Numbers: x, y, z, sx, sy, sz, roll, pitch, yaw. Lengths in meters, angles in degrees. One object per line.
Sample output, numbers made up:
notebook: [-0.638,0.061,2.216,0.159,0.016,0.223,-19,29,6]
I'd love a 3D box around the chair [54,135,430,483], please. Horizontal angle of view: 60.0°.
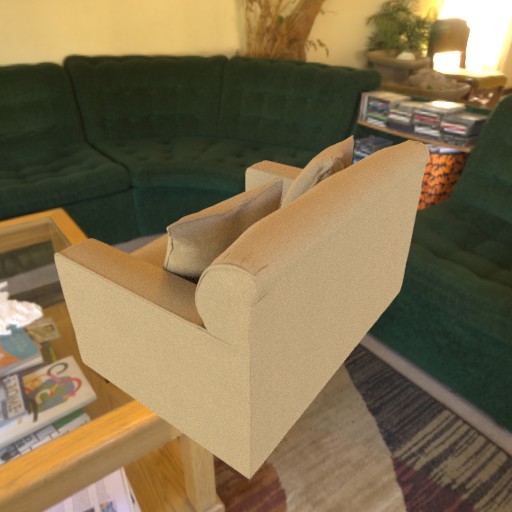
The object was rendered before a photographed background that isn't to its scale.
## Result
chair: [0.000,0.000,2.003,1.000,0.948,1.383,21,36,31]
